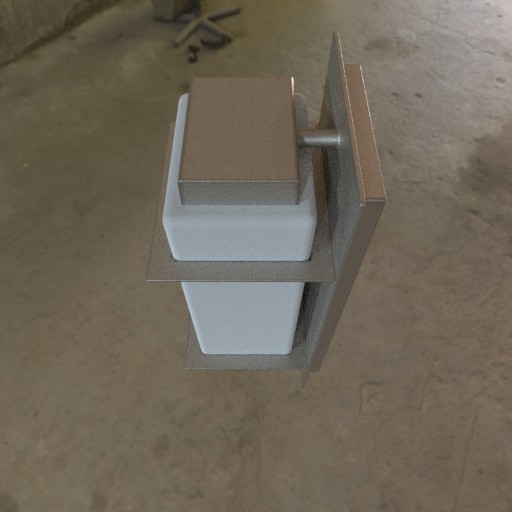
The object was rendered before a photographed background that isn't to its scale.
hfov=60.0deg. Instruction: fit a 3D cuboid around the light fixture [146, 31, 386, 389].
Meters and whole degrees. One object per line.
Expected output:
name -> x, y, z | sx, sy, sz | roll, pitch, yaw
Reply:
light fixture -> 0.000, 0.000, 0.453 | 0.160, 0.380, 0.168 | 0, 58, 0
